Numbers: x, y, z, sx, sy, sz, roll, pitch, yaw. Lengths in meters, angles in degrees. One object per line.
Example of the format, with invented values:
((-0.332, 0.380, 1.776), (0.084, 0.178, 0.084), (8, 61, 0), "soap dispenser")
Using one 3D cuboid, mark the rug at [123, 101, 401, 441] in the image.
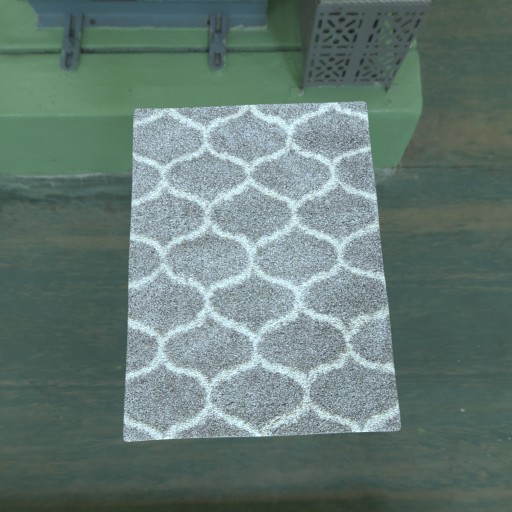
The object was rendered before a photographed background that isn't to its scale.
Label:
((0.000, 0.000, 2.100), (1.200, 0.025, 1.600), (-2, 76, 0), "rug")
